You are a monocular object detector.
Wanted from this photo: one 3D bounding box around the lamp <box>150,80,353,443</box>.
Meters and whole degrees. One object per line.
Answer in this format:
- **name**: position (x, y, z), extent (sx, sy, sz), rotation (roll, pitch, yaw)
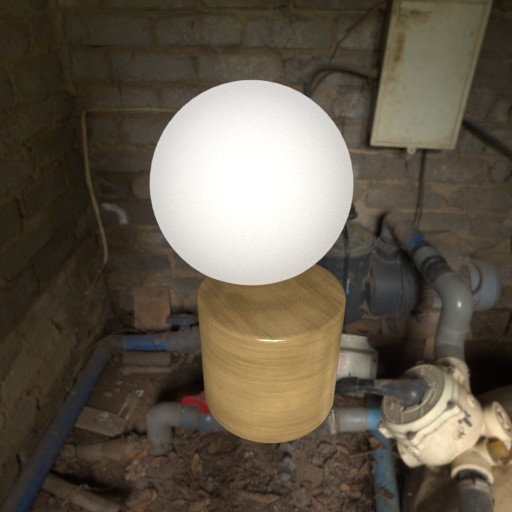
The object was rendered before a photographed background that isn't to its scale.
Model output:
- **lamp**: position (0.000, 0.000, 0.339), extent (0.141, 0.250, 0.152), rotation (-19, 35, -29)
